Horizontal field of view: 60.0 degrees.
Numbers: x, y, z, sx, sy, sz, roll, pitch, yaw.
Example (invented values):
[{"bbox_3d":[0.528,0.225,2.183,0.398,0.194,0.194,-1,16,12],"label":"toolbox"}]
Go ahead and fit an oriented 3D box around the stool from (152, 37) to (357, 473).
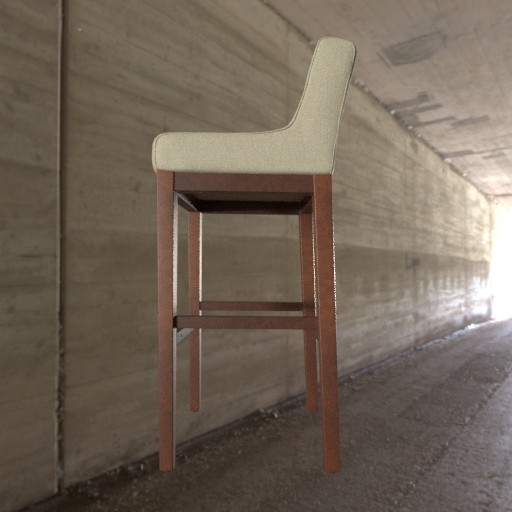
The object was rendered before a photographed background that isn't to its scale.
[{"bbox_3d":[0.000,0.000,1.287,0.500,1.037,0.511,0,-1,1],"label":"stool"}]
